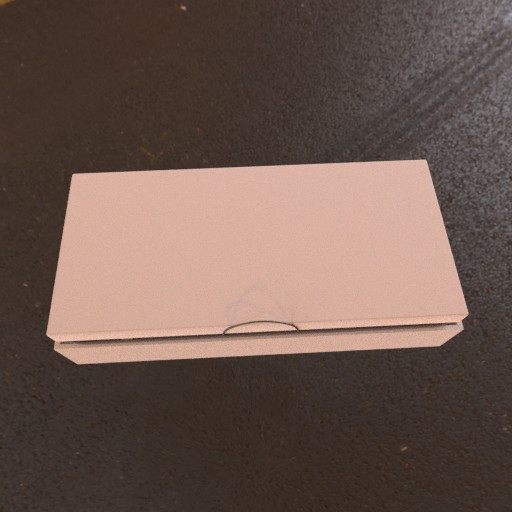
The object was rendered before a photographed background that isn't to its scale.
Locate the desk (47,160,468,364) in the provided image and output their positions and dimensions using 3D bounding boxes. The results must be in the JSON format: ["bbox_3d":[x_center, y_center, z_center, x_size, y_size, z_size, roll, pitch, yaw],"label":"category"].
[{"bbox_3d":[0.000,0.000,2.283,1.900,0.526,0.900,-3,64,-1],"label":"desk"}]
